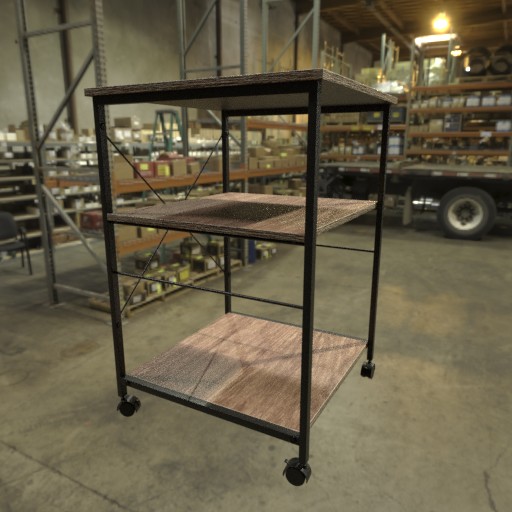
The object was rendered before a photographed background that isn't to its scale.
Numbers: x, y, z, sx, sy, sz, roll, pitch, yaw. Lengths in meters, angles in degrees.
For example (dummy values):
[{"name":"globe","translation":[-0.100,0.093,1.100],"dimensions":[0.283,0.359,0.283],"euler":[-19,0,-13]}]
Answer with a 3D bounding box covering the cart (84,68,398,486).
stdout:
[{"name":"cart","translation":[0.000,0.000,1.102],"dimensions":[0.520,0.762,0.521],"euler":[8,16,28]}]
